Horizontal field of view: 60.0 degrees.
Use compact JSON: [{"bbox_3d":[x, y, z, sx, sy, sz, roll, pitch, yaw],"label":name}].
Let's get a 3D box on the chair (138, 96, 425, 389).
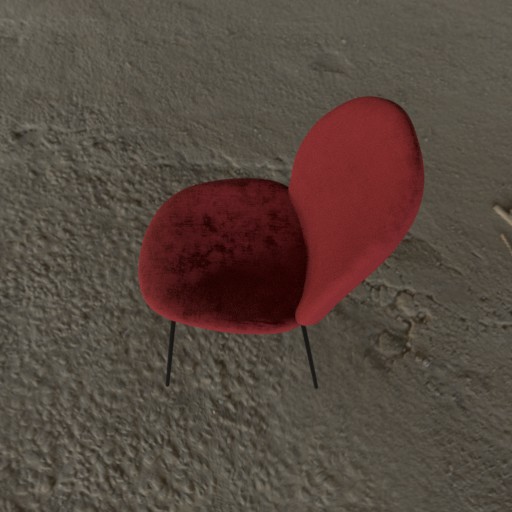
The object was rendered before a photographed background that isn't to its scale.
[{"bbox_3d":[0.000,0.000,1.121,0.587,0.791,0.458,0,58,0],"label":"chair"}]
